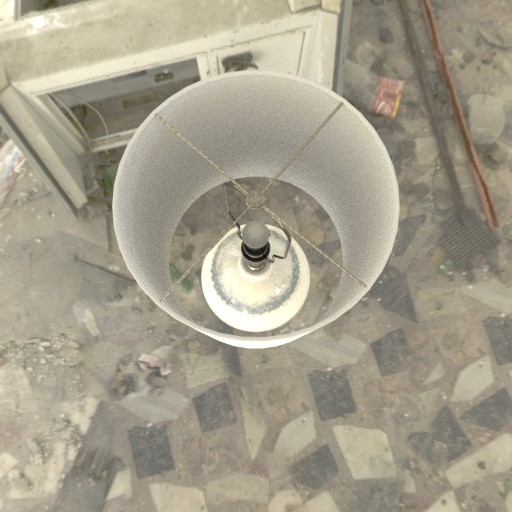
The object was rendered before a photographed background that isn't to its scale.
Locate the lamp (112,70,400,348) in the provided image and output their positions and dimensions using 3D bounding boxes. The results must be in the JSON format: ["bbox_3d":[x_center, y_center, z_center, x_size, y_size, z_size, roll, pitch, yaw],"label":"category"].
[{"bbox_3d":[0.000,0.000,0.531,0.216,0.404,0.216,11,77,2],"label":"lamp"}]
